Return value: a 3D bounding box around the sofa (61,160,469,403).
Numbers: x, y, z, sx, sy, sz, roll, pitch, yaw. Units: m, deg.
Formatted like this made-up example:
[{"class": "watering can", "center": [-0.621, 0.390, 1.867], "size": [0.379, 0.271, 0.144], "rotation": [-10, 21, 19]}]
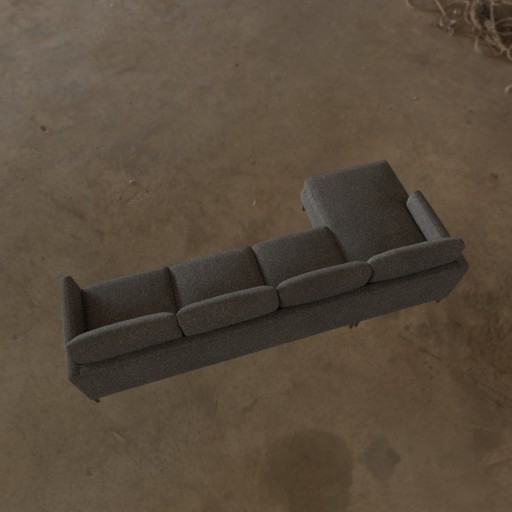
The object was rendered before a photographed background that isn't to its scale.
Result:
[{"class": "sofa", "center": [0.000, 0.000, 3.516], "size": [2.932, 0.810, 1.350], "rotation": [-14, 58, -9]}]
